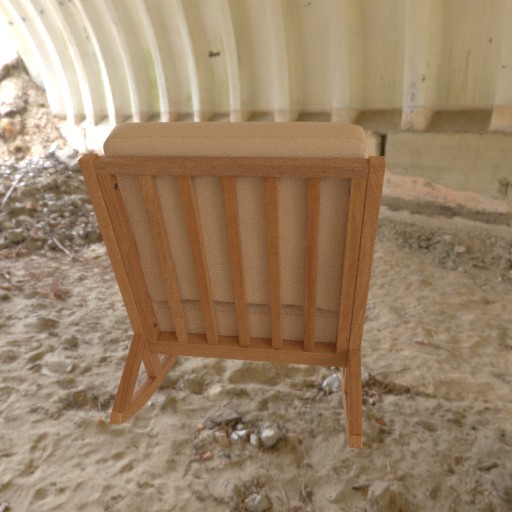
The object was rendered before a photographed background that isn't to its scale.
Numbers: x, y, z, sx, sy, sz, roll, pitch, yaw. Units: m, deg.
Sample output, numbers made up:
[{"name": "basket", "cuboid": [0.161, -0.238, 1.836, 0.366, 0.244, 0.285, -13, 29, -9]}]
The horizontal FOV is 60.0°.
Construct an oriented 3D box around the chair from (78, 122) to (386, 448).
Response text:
[{"name": "chair", "cuboid": [0.000, 0.000, 1.371, 0.622, 0.790, 0.857, 2, 17, 8]}]
